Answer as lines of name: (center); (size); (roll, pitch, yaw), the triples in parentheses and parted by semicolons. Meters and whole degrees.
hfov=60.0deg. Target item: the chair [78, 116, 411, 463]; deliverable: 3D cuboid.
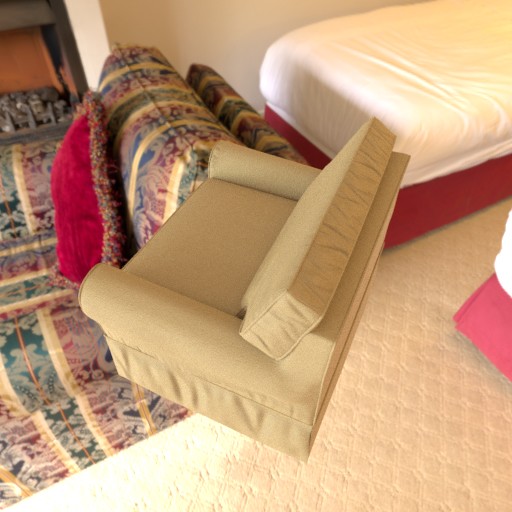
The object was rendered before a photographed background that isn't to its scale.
chair: (0.000, 0.000, 1.791); (0.903, 0.937, 1.096); (18, 48, 17)
